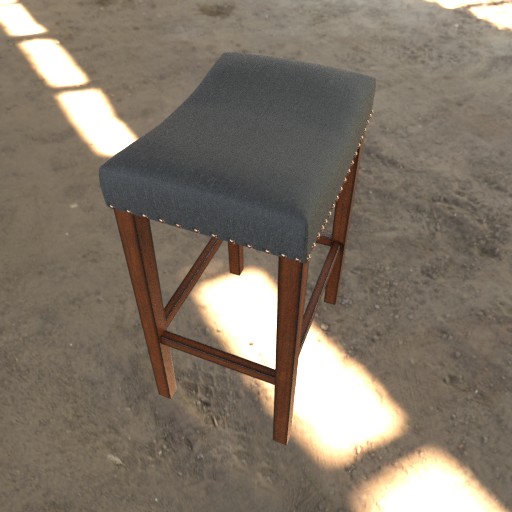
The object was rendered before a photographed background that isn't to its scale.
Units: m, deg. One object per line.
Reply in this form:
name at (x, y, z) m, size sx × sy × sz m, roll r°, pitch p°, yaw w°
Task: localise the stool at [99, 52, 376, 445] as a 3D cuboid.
stool at (0.000, 0.000, 1.042) m, size 0.366 × 0.748 × 0.502 m, roll 16°, pitch 49°, yaw 15°
